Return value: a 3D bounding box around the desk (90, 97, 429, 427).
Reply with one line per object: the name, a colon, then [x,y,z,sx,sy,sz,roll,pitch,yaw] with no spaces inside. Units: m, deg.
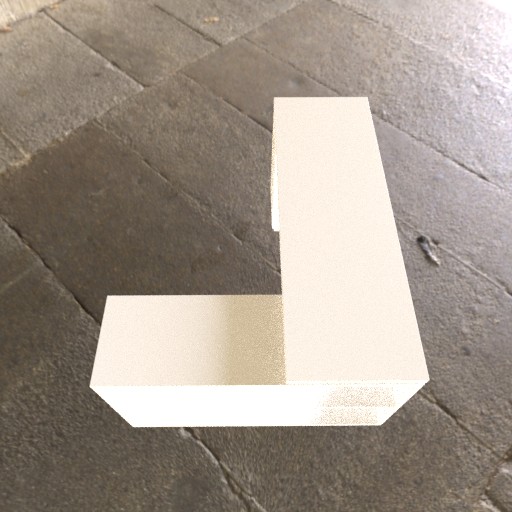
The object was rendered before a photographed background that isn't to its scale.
desk: [0.000,0.000,2.274,1.199,0.759,1.524,0,57,0]
